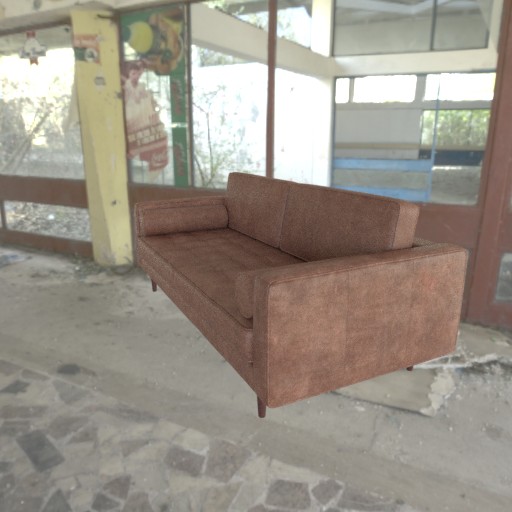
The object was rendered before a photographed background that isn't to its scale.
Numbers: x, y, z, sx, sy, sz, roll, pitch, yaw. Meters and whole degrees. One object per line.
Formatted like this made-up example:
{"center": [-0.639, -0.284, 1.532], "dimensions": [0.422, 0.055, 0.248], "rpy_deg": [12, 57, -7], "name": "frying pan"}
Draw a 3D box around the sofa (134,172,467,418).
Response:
{"center": [0.000, 0.000, 2.346], "dimensions": [0.910, 0.760, 1.870], "rpy_deg": [-8, 17, -26], "name": "sofa"}
